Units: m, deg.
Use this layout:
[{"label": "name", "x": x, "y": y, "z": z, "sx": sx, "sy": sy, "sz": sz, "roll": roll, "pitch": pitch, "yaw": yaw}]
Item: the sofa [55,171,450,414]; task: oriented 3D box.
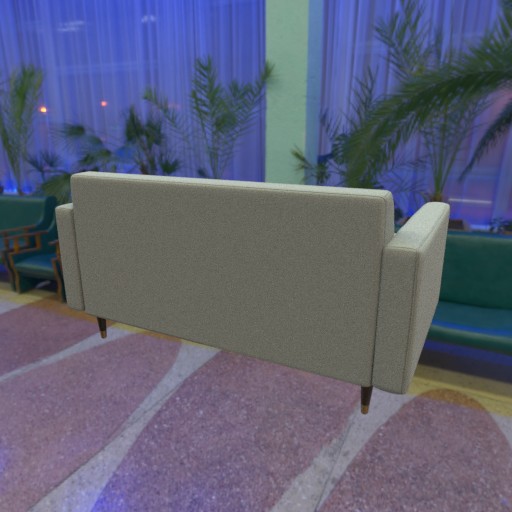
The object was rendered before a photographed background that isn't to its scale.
[{"label": "sofa", "x": 0.000, "y": 0.000, "z": 2.105, "sx": 1.585, "sy": 0.801, "sz": 0.950, "roll": 8, "pitch": 18, "yaw": 26}]
